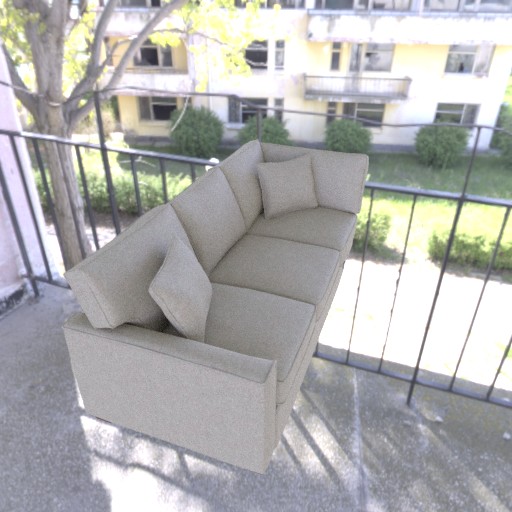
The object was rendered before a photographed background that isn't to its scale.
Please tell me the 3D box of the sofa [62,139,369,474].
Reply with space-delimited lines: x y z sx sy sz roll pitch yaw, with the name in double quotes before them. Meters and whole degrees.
"sofa" 0.000 0.000 2.866 1.061 0.962 2.317 11 32 18
